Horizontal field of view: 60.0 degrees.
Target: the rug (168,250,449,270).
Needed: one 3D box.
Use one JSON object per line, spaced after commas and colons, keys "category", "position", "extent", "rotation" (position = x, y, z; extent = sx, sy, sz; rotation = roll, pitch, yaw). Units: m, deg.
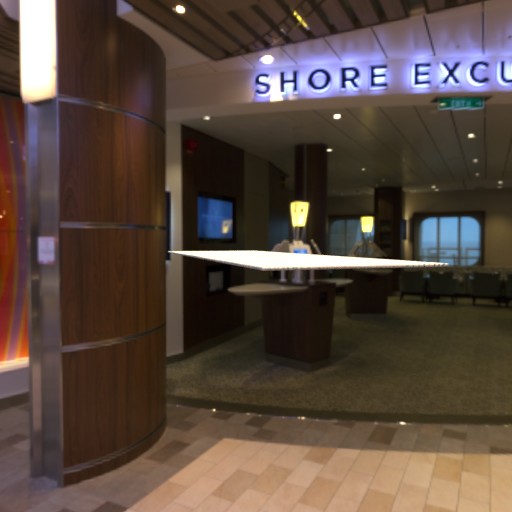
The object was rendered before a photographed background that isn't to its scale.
{"category": "rug", "position": [0.000, 0.000, 2.760], "extent": [0.775, 0.012, 2.452], "rotation": [-1, 2, -19]}
